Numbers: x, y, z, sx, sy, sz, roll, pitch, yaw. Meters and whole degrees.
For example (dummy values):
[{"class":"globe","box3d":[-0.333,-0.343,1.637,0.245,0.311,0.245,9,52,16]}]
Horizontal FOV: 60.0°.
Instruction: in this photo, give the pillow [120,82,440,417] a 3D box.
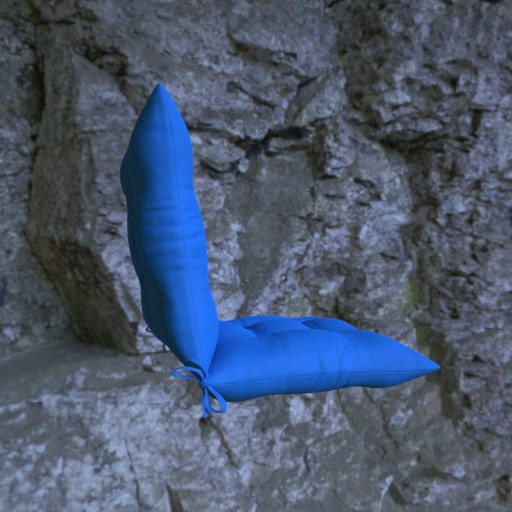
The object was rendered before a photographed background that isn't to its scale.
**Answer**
[{"class":"pillow","box3d":[0.000,0.000,0.993,0.585,0.536,0.541,0,-1,-19]}]
